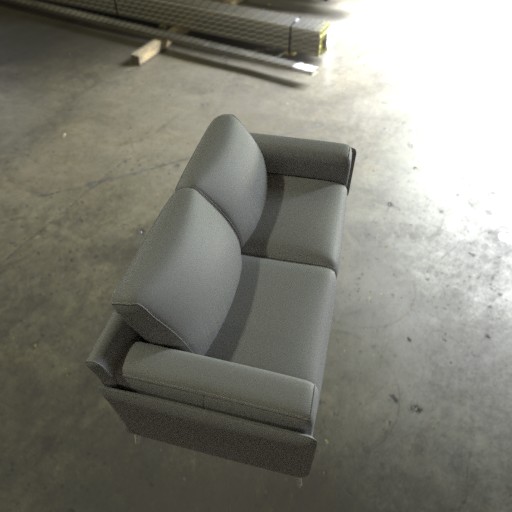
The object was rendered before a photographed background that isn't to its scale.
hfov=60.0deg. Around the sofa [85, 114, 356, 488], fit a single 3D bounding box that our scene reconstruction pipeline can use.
[{"bbox_3d":[0.000,0.000,2.553,0.969,0.900,2.100,9,47,9],"label":"sofa"}]
